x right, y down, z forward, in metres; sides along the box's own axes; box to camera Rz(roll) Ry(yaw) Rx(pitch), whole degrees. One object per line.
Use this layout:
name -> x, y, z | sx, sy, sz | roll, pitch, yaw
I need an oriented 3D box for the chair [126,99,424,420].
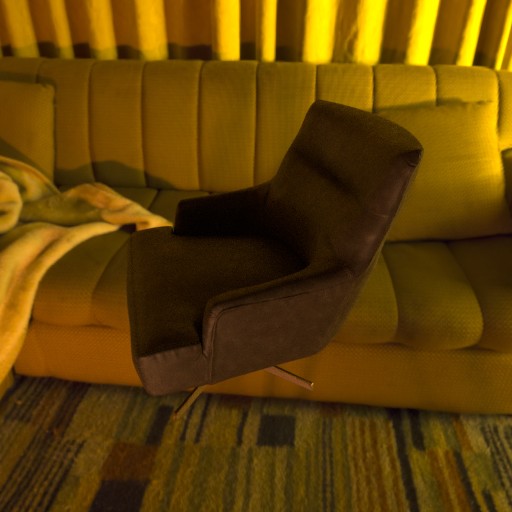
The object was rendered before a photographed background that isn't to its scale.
chair -> 0.000, 0.000, 1.501 | 0.874, 0.870, 0.738 | -8, 31, -13
